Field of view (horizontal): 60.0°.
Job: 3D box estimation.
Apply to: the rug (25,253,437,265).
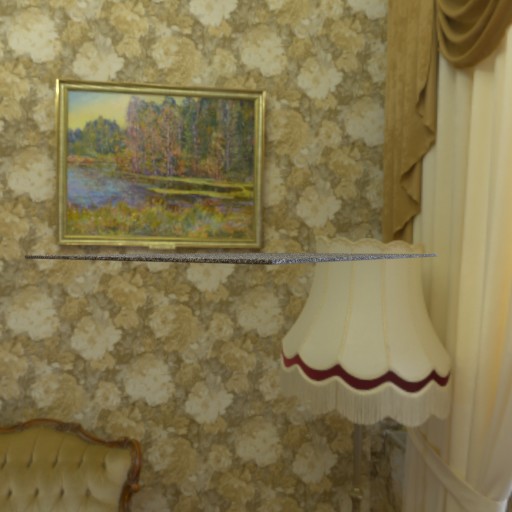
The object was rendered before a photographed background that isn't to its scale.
[{"bbox_3d":[0.000,0.000,4.037,2.401,0.025,3.000,1,1,37],"label":"rug"}]
